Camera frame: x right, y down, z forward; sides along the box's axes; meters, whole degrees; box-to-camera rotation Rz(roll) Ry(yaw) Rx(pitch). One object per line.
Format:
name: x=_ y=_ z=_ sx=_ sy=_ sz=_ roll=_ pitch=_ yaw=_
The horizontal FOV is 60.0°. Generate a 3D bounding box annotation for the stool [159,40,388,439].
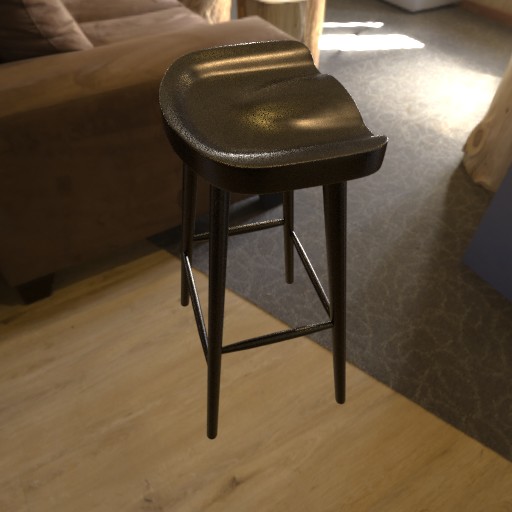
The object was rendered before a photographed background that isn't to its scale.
stool: x=0.000 y=0.000 z=0.975 sx=0.361 sy=0.749 sz=0.440 roll=-11 pitch=47 yaw=-11
